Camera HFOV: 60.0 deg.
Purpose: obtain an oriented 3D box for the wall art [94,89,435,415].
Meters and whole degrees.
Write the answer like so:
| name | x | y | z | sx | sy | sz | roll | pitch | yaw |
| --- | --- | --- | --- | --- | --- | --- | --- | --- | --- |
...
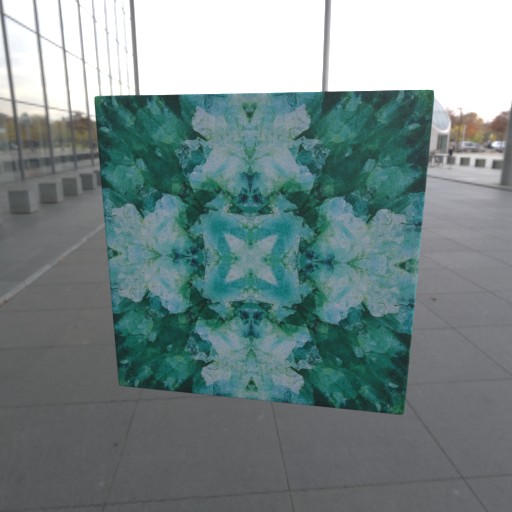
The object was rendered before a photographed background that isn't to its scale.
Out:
| name | x | y | z | sx | sy | sz | roll | pitch | yaw |
| --- | --- | --- | --- | --- | --- | --- | --- | --- | --- |
| wall art | 0.000 | 0.000 | 0.455 | 0.313 | 0.313 | 0.033 | 3 | 15 | 10 |
